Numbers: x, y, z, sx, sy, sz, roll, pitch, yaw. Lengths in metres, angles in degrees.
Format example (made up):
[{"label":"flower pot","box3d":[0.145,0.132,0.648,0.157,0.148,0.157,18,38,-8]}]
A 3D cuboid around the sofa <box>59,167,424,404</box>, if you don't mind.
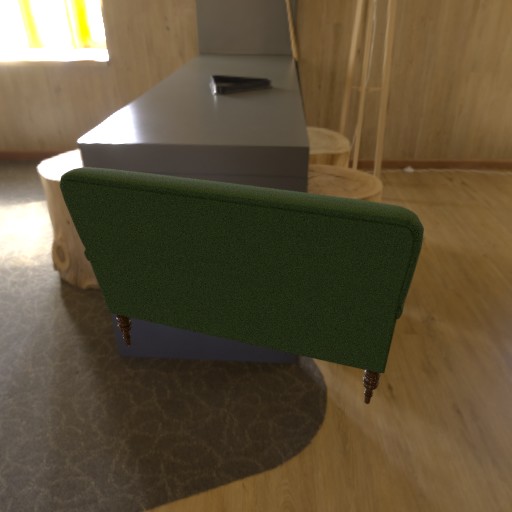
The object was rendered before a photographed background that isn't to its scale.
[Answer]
[{"label":"sofa","box3d":[0.000,0.000,1.867,1.297,0.889,0.779,9,32,15]}]
